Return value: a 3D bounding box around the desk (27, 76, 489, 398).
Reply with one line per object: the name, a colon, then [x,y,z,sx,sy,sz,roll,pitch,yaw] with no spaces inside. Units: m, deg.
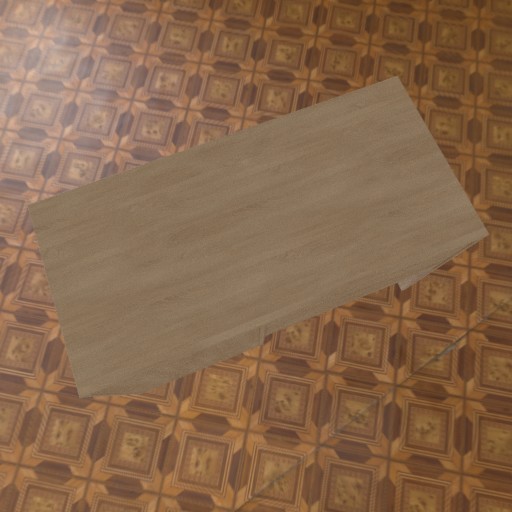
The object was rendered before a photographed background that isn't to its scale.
desk: [0.000,0.000,1.695,1.251,0.770,0.600,-21,75,-6]
